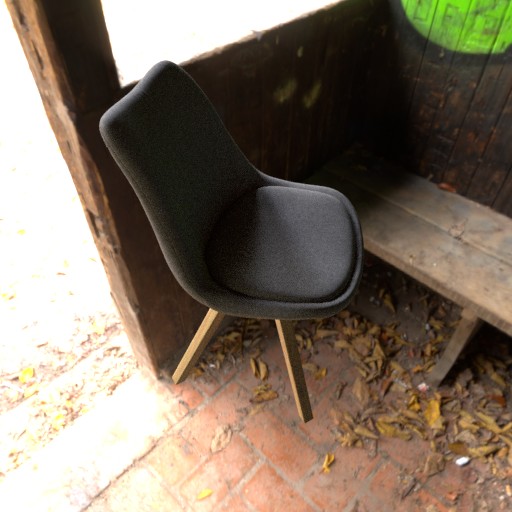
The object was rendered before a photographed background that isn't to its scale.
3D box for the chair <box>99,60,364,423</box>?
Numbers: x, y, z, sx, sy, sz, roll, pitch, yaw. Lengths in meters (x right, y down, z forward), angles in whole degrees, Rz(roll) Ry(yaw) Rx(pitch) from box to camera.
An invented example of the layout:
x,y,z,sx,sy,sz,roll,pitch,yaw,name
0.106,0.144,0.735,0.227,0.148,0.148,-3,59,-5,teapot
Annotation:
x,y,z,sx,sy,sz,roll,pitch,yaw,name
0.000,0.000,1.170,0.550,0.865,0.483,11,47,11,chair
